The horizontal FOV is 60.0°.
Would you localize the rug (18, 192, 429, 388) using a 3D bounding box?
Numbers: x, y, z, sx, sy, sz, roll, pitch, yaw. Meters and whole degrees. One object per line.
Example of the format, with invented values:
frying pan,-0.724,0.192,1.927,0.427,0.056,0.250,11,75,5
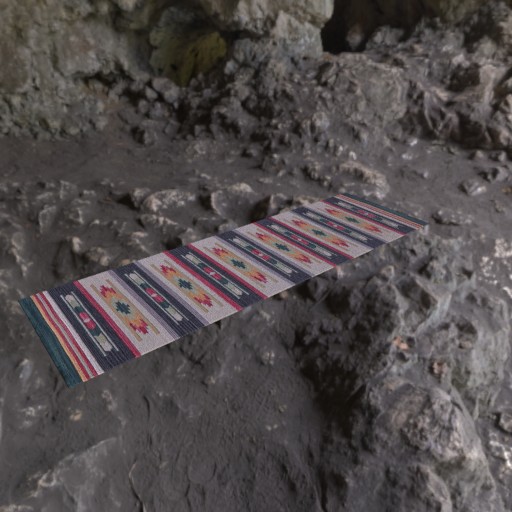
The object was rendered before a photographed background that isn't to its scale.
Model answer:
rug,0.000,0.000,2.623,2.440,0.009,0.760,-21,35,-33
